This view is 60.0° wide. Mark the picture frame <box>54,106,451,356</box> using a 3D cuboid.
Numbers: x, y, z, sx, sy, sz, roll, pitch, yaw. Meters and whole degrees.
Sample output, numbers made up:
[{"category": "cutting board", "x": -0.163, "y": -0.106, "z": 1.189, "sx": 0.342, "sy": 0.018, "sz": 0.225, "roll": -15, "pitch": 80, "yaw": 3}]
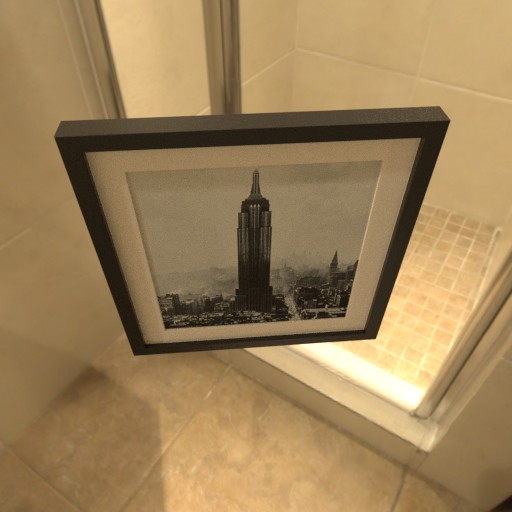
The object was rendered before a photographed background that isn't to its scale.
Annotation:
[{"category": "picture frame", "x": 0.000, "y": 0.000, "z": 0.531, "sx": 0.355, "sy": 0.353, "sz": 0.029, "roll": -3, "pitch": 46, "yaw": -3}]
